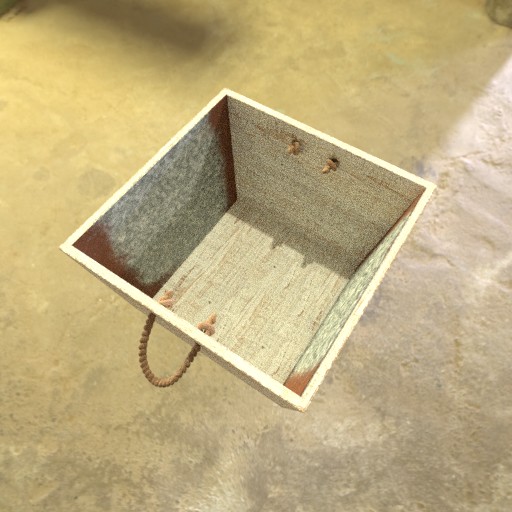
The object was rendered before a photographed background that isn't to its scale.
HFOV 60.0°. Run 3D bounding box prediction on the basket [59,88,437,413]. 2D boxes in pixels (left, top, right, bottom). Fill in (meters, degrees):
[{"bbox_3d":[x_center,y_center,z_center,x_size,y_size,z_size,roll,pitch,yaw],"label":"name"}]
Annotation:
[{"bbox_3d":[0.000,0.000,0.776,0.413,0.247,0.545,30,64,16],"label":"basket"}]
